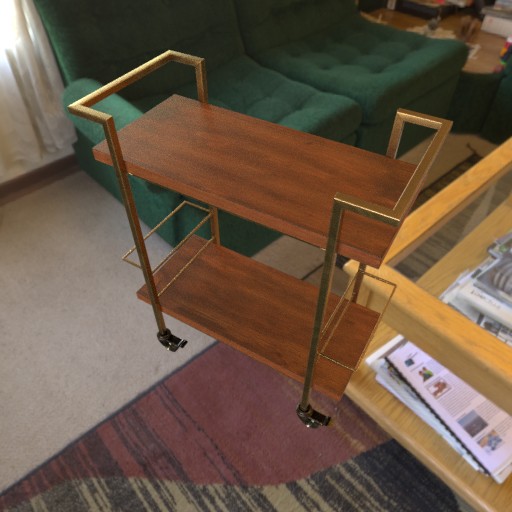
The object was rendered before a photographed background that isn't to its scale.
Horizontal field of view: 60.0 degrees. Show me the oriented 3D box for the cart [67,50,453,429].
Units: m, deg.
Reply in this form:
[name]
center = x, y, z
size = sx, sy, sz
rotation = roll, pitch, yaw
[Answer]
[cart]
center = 0.000, 0.000, 1.160
size = 0.695, 0.807, 0.364
rotation = 23, 50, 20
